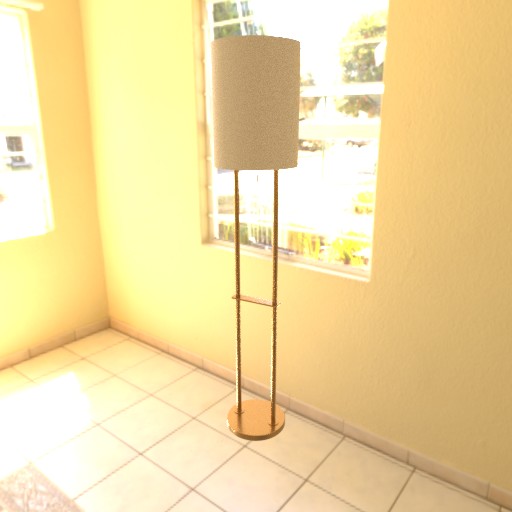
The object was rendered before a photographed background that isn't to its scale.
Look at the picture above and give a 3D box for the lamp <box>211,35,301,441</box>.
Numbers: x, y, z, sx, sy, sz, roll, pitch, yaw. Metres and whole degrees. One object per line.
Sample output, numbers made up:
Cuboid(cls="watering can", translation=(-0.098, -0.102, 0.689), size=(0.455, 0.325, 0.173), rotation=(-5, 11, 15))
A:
Cuboid(cls="lamp", translation=(0.000, 0.000, 1.714), size=(0.306, 1.500, 0.305), rotation=(9, 19, 27))
